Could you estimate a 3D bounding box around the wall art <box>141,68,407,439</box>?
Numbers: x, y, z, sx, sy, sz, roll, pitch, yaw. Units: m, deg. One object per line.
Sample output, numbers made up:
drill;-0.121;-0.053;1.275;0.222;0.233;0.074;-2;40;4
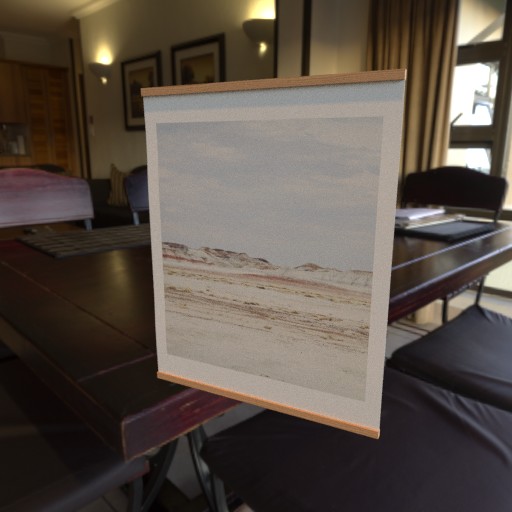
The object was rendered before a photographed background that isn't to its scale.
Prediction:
wall art;0.000;0.000;0.681;0.404;0.507;0.010;7;15;26
